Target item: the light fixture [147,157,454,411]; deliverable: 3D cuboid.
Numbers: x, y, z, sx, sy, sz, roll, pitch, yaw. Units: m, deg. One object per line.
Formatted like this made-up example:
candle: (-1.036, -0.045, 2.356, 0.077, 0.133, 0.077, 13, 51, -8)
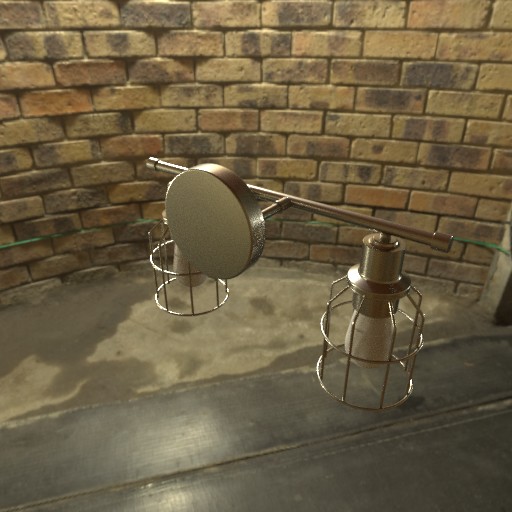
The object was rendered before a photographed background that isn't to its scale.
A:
light fixture: (0.000, 0.000, 0.528, 0.406, 0.254, 0.165, 20, 35, 32)
